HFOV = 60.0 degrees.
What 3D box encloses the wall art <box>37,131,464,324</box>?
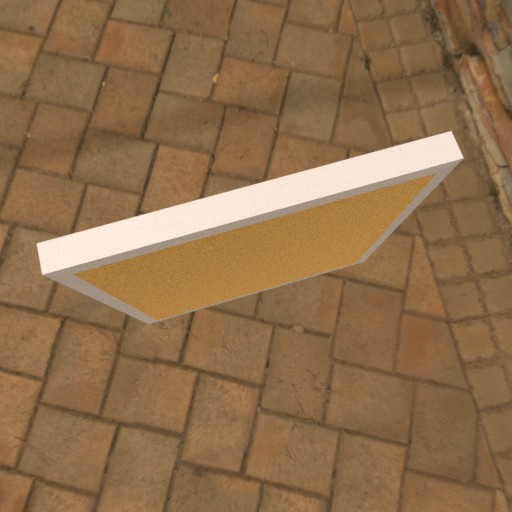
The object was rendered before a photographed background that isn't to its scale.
[{"bbox_3d":[0.000,0.000,1.936,1.289,1.291,0.098,-16,76,-4],"label":"wall art"}]
